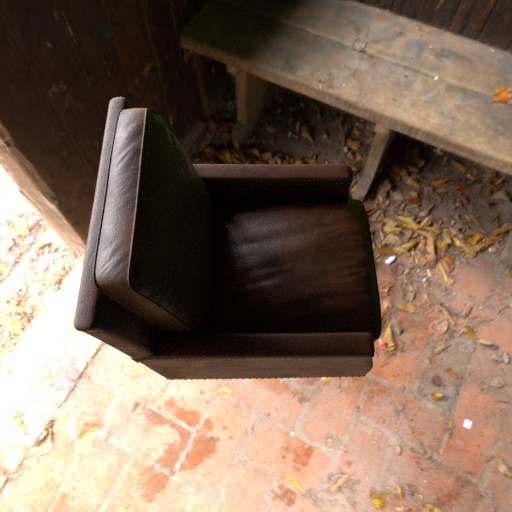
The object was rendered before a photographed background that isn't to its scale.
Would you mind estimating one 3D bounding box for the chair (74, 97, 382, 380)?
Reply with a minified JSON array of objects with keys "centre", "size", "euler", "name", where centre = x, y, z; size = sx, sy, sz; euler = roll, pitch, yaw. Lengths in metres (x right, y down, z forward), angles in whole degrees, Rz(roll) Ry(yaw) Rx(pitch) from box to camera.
[{"centre":[0.000,0.000,1.810],"size":[1.035,1.054,0.854],"euler":[-1,65,0],"name":"chair"}]
